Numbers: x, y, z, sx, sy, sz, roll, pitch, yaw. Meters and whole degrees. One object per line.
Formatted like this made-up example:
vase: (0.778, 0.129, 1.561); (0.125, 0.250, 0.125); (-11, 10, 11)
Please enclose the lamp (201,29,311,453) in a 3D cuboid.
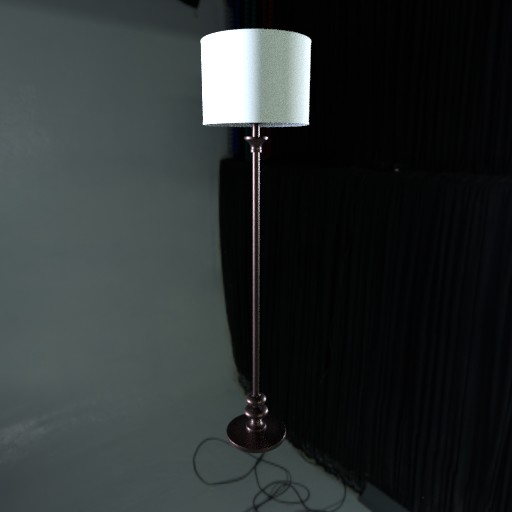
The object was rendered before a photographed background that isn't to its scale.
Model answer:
lamp: (0.000, 0.000, 1.620); (0.356, 1.487, 0.356); (-13, 19, -42)
